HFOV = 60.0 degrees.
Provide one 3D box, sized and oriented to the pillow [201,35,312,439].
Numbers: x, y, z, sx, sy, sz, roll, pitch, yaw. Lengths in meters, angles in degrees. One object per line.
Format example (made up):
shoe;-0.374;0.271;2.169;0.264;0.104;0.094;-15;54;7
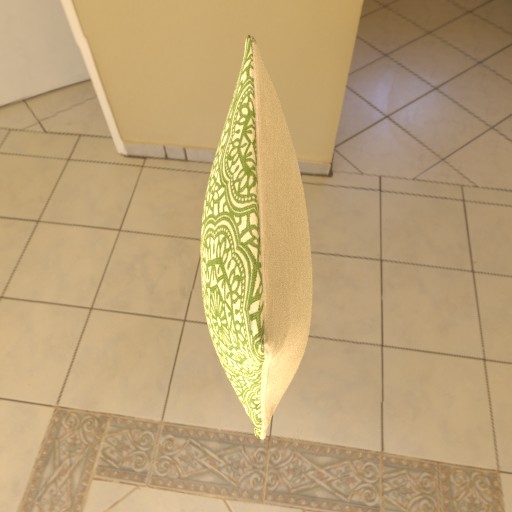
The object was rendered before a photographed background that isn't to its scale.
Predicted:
pillow;0.000;0.000;0.650;0.162;0.419;0.440;-1;58;-1
